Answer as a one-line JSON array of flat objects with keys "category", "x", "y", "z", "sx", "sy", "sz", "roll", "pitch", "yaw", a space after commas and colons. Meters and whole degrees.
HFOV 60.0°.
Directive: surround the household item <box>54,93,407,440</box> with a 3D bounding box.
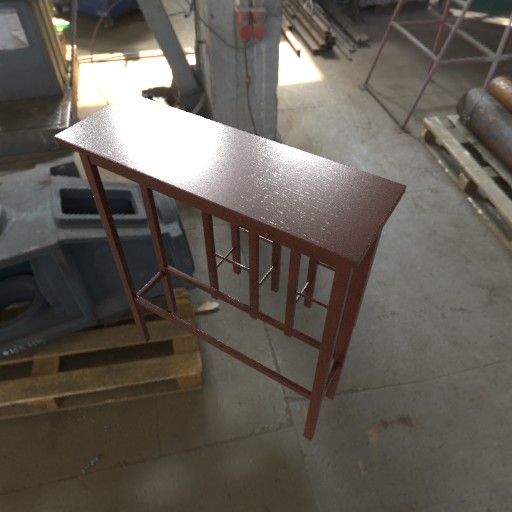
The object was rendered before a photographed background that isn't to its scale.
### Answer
[{"category": "household item", "x": 0.000, "y": 0.000, "z": 1.659, "sx": 0.914, "sy": 1.067, "sz": 0.676, "roll": 24, "pitch": 51, "yaw": 21}]
